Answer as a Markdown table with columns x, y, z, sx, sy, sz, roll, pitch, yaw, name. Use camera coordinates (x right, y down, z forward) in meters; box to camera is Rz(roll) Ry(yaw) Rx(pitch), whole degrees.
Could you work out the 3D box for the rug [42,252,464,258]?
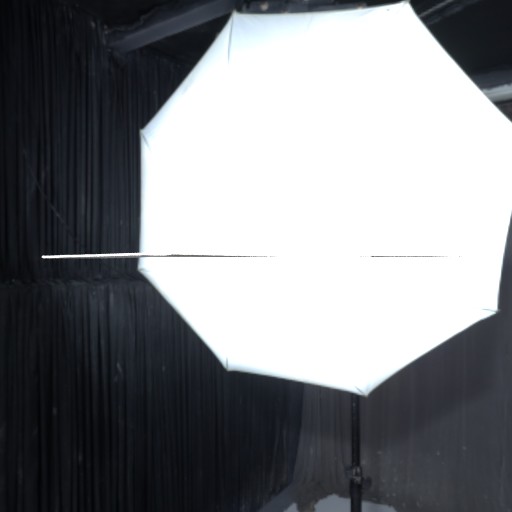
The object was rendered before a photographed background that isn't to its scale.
| x | y | z | sx | sy | sz | roll | pitch | yaw | name |
| --- | --- | --- | --- | --- | --- | --- | --- | --- | --- |
| 0.000 | 0.000 | 4.960 | 3.778 | 0.053 | 2.873 | 0 | 0 | 35 | rug |
